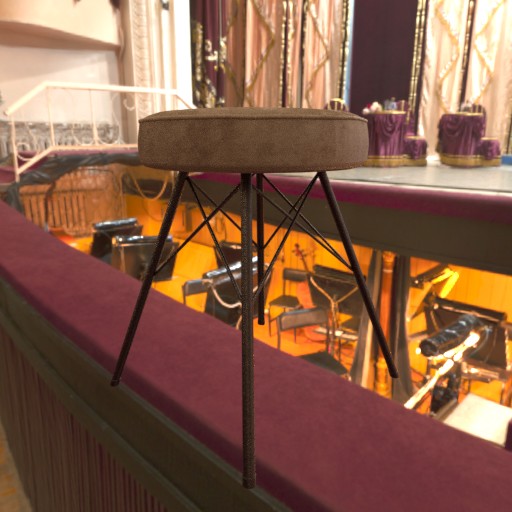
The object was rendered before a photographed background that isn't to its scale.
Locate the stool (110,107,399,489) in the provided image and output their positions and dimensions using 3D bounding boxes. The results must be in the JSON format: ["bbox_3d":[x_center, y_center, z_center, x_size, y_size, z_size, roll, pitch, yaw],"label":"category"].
[{"bbox_3d":[0.000,0.000,0.870,0.423,0.538,0.457,14,20,43],"label":"stool"}]
